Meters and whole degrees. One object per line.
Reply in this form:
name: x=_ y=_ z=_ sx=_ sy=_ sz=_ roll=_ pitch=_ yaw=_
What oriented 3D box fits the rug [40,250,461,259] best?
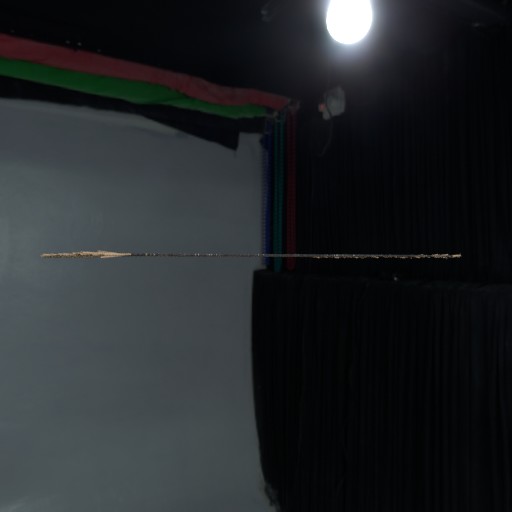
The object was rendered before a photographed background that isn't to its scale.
rug: x=0.000 y=0.000 z=2.461 sx=2.021 sy=0.027 sz=1.224 roll=0 pitch=0 yaw=-34
